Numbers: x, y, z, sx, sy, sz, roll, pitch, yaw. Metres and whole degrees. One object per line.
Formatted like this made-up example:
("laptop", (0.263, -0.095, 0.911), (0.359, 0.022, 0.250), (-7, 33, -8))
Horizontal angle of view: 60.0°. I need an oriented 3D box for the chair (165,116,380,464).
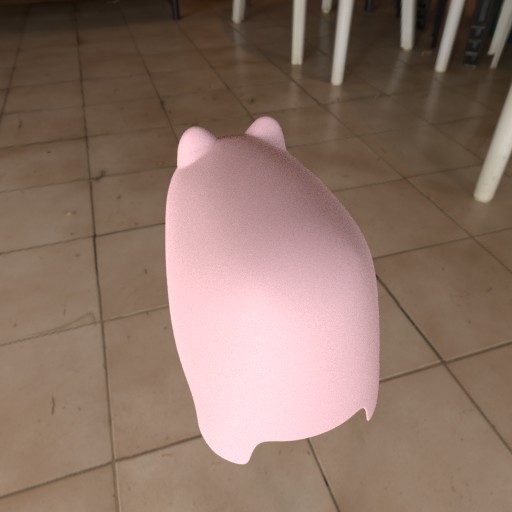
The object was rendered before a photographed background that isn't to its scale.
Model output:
("chair", (0.000, 0.000, 0.854), (0.364, 0.423, 0.619), (-13, 42, -15))
